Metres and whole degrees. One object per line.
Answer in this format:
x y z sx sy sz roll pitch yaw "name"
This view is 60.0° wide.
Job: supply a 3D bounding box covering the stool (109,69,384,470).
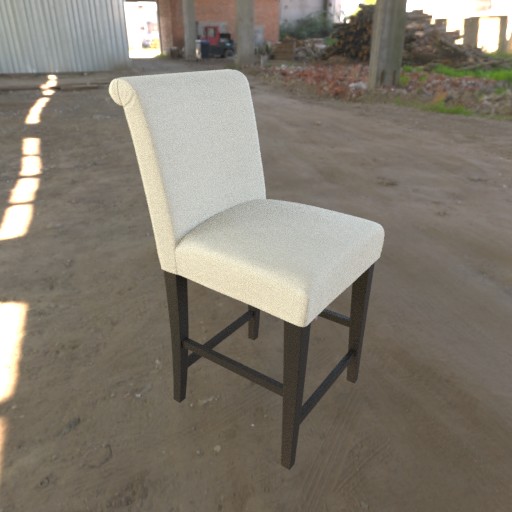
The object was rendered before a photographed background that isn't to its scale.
0.000 0.000 1.299 0.597 0.976 0.452 17 31 32 "stool"
